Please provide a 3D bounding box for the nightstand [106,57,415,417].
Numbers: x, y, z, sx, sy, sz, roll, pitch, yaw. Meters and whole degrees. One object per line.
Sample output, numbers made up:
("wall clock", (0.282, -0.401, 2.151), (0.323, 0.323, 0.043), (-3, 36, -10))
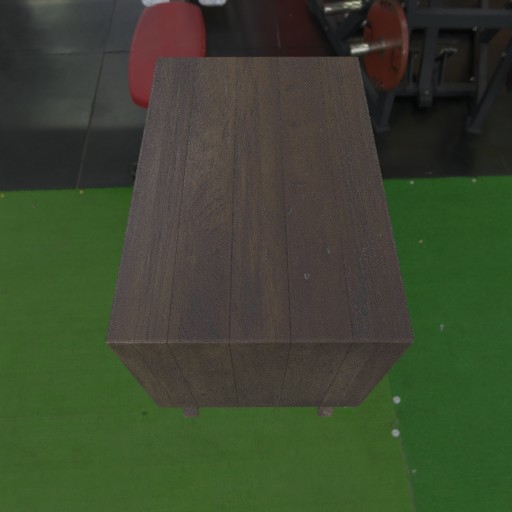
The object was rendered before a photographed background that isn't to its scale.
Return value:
("nightstand", (0.000, 0.000, 1.050), (0.450, 0.599, 0.650), (0, 59, 0))
